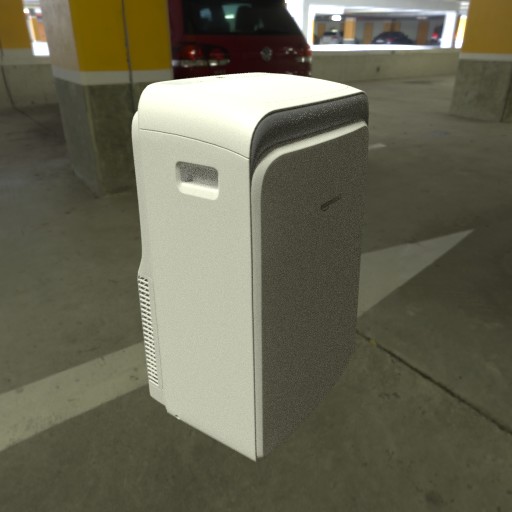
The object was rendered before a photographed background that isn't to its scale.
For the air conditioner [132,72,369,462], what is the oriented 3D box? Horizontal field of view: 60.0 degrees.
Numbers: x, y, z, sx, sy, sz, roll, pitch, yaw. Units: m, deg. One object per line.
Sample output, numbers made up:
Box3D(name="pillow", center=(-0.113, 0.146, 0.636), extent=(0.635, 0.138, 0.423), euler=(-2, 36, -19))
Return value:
Box3D(name="air conditioner", center=(0.000, 0.000, 0.944), extent=(0.365, 0.700, 0.454), euler=(18, 32, 32))
